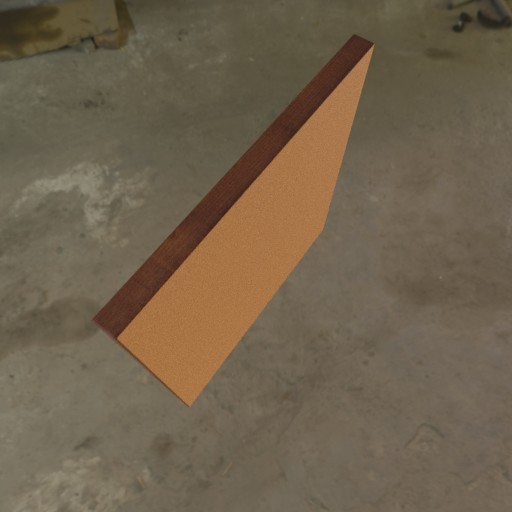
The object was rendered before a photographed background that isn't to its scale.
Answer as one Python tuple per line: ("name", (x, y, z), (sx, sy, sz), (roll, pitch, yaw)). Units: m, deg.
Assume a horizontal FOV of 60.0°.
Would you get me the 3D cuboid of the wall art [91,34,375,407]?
("wall art", (0.000, 0.000, 0.826), (0.037, 0.572, 0.554), (33, 69, 15))
